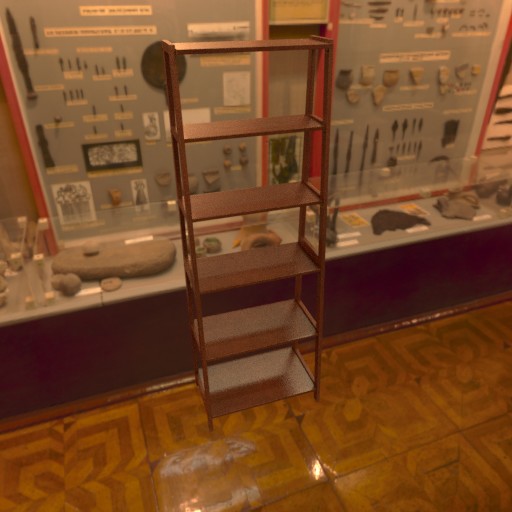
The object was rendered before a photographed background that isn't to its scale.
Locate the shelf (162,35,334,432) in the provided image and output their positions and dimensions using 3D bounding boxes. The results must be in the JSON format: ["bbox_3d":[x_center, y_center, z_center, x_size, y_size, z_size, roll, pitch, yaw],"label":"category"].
[{"bbox_3d":[0.000,0.000,2.166,0.660,1.892,0.382,-10,32,-16],"label":"shelf"}]
